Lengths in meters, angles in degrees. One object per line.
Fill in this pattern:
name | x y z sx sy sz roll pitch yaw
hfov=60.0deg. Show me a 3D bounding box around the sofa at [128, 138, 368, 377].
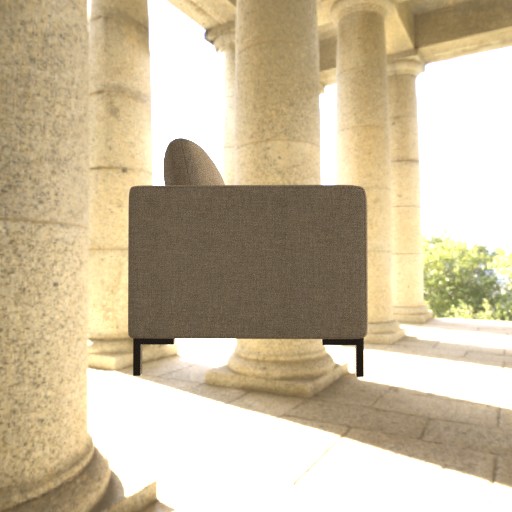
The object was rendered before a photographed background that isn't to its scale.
sofa | 0.000 0.000 2.637 0.859 0.874 2.218 0 -1 1
